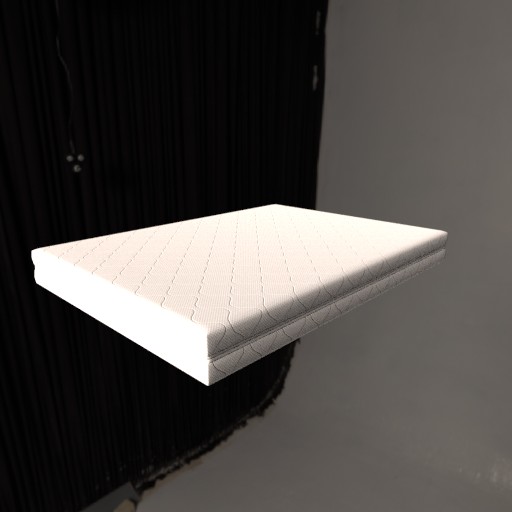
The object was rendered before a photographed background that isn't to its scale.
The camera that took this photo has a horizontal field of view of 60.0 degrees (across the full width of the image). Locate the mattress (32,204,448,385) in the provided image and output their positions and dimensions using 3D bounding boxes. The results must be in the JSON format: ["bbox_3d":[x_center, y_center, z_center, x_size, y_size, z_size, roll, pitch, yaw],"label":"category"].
[{"bbox_3d":[0.000,0.000,2.501,1.400,0.200,1.900,15,22,42],"label":"mattress"}]
